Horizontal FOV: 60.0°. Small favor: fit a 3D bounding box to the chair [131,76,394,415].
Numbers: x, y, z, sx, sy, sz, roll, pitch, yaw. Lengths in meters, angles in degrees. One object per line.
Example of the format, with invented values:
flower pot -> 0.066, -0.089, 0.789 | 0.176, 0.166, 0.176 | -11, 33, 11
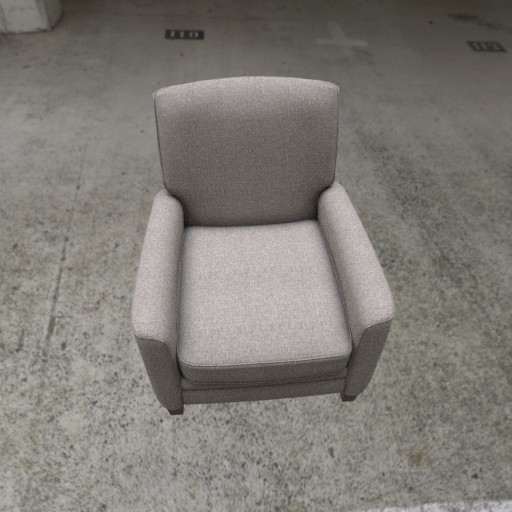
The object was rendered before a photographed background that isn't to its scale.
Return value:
chair -> 0.000, 0.000, 1.674 | 0.848, 1.014, 0.864 | -3, 47, -3
